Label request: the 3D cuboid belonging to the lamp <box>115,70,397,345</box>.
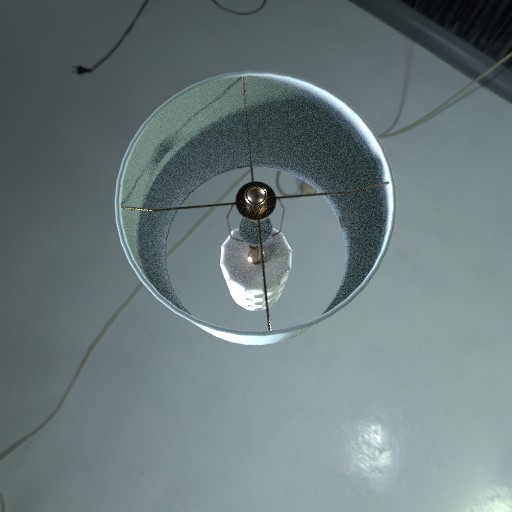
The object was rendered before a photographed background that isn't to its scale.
[{"bbox_3d":[0.000,0.000,0.695,0.277,0.534,0.277,32,79,7],"label":"lamp"}]
